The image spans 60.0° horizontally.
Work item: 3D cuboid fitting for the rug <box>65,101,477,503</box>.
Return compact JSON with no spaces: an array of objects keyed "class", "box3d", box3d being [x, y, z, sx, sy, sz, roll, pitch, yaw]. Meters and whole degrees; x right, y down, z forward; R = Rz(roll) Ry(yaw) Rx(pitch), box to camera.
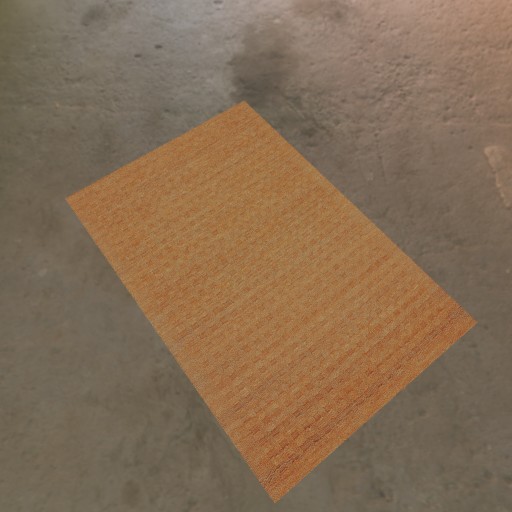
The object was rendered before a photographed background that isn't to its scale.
[{"class":"rug","box3d":[0.000,0.000,2.814,1.524,0.006,2.285,-34,67,-17]}]
